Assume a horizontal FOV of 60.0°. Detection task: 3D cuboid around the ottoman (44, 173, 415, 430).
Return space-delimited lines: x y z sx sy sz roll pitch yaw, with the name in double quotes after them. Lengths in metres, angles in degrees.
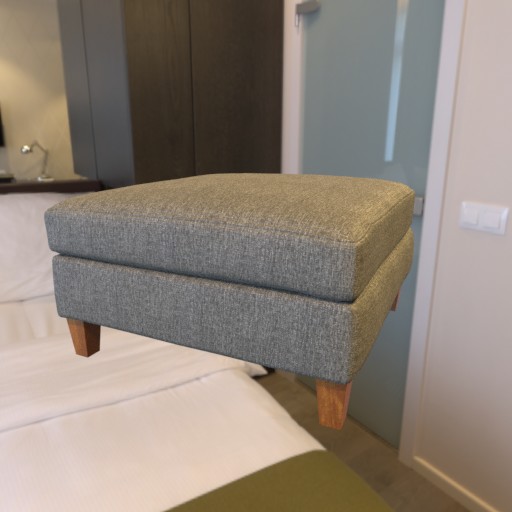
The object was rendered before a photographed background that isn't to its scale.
0.000 0.000 1.358 0.838 0.481 0.838 7 17 25 "ottoman"
